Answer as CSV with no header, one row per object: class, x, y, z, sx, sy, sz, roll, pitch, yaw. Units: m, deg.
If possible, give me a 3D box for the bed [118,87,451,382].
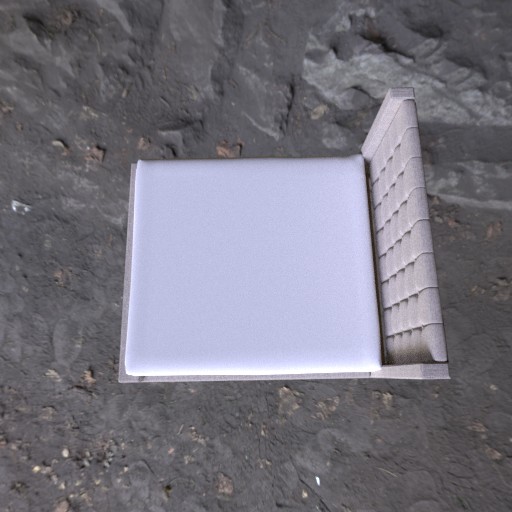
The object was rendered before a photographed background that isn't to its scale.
bed,0.000,0.000,3.775,2.372,1.748,2.044,-1,75,0
